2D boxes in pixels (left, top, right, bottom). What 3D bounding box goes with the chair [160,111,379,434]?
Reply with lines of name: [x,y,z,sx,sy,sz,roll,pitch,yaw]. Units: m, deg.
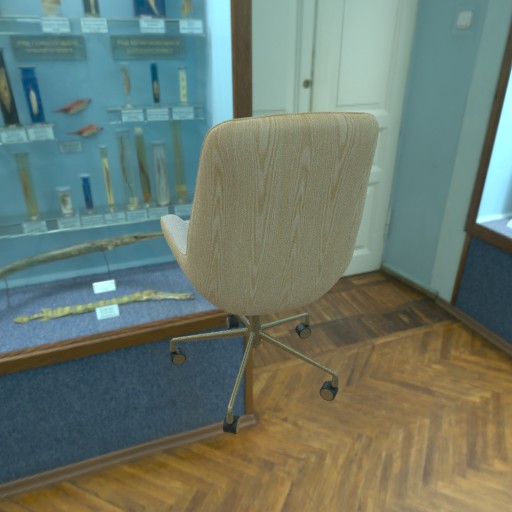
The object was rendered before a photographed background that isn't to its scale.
chair: [0.000,0.000,1.400,0.564,0.952,0.668,-8,27,-17]
